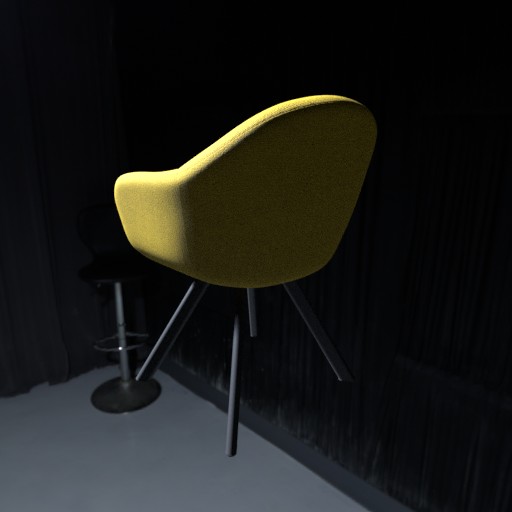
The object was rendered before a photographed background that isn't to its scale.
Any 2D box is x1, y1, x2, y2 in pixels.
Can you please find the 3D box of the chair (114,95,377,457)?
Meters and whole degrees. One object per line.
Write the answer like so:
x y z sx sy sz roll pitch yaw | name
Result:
0.000 0.000 1.198 0.590 0.795 0.550 -14 21 -41 | chair
